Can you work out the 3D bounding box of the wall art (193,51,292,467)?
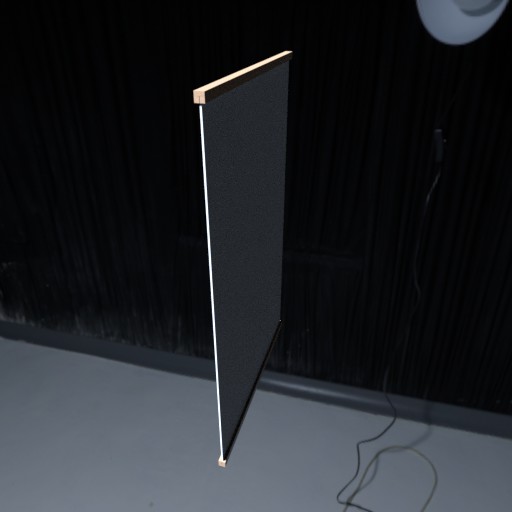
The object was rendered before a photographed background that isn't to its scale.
[{"bbox_3d":[0.000,0.000,1.913,0.030,1.519,0.990,9,31,15],"label":"wall art"}]
